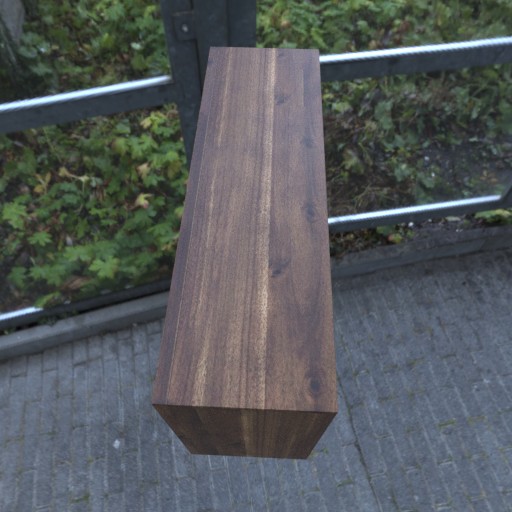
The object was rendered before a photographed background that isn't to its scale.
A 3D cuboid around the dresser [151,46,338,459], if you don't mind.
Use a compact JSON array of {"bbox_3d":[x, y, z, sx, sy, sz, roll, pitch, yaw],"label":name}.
[{"bbox_3d":[0.000,0.000,1.764,0.438,0.892,1.387,2,58,1],"label":"dresser"}]
